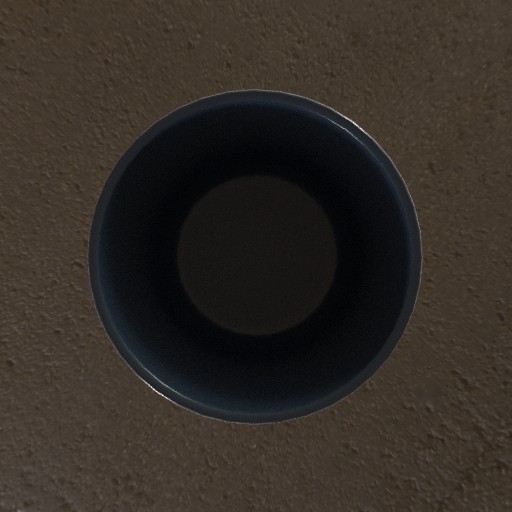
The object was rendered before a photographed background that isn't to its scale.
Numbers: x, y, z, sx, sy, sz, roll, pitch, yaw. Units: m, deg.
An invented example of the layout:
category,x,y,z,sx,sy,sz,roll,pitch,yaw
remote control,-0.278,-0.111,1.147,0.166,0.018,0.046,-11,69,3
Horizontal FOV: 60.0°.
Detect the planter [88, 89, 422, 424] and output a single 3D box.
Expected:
category,x,y,z,sx,sy,sz,roll,pitch,yaw
planter,0.000,0.000,0.279,0.159,0.144,0.159,0,91,1
